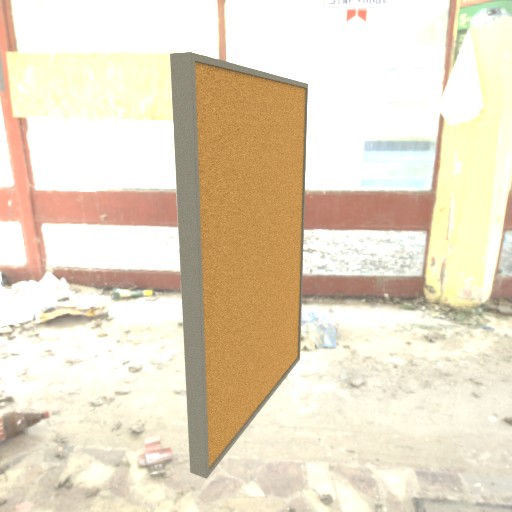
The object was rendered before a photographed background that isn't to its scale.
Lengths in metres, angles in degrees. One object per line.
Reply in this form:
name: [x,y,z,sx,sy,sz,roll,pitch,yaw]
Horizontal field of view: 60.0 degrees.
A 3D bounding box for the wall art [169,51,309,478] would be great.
wall art: [0.000,0.000,0.975,0.039,0.753,0.511,8,18,25]
